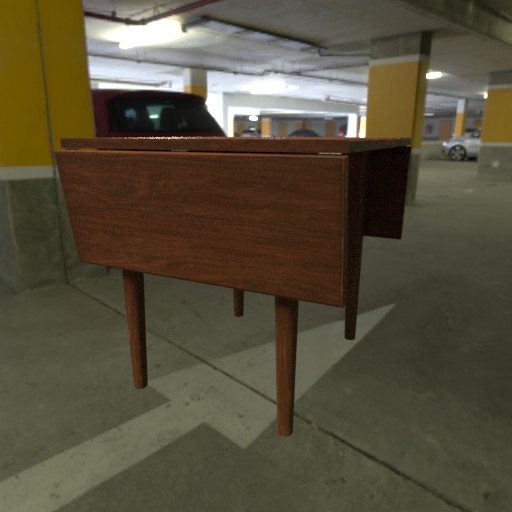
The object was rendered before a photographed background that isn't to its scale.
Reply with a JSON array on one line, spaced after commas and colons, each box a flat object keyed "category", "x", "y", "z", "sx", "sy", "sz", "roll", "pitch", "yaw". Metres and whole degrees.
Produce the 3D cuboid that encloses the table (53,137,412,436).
[{"category": "table", "x": 0.000, "y": 0.000, "z": 1.479, "sx": 0.812, "sy": 0.763, "sz": 0.843, "roll": 8, "pitch": 17, "yaw": 26}]
